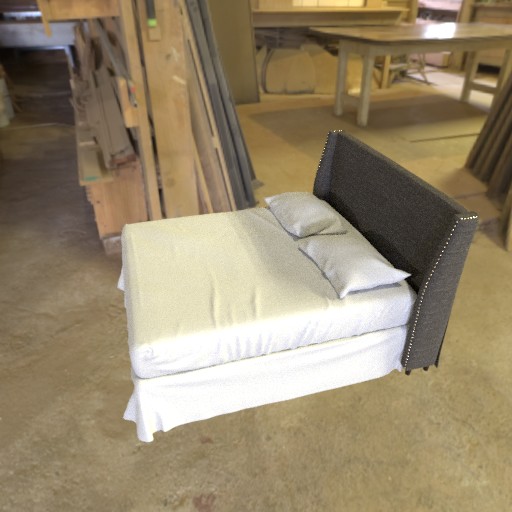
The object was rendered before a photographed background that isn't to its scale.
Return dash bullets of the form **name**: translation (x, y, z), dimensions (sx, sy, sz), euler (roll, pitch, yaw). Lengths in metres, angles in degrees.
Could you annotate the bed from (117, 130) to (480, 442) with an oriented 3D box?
- **bed**: translation (0.000, 0.000, 3.490), dimensions (2.276, 1.332, 1.925), euler (-9, 33, -14)
